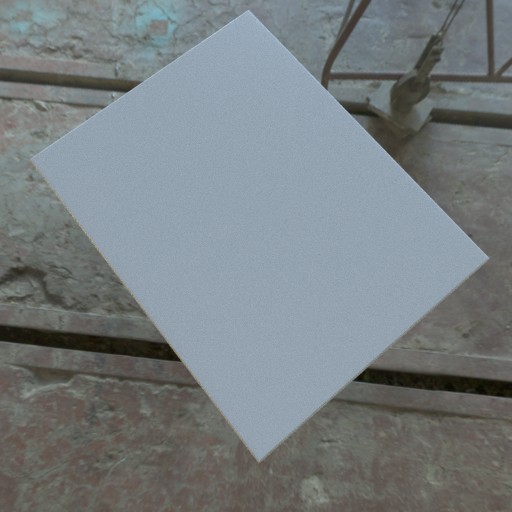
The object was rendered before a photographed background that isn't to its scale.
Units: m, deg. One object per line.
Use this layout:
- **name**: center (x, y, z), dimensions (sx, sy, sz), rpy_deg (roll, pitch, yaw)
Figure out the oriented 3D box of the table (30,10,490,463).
- **table**: center (0.000, 0.000, 0.982), dimensions (0.451, 0.646, 0.564), rpy_deg (-38, 79, -9)
